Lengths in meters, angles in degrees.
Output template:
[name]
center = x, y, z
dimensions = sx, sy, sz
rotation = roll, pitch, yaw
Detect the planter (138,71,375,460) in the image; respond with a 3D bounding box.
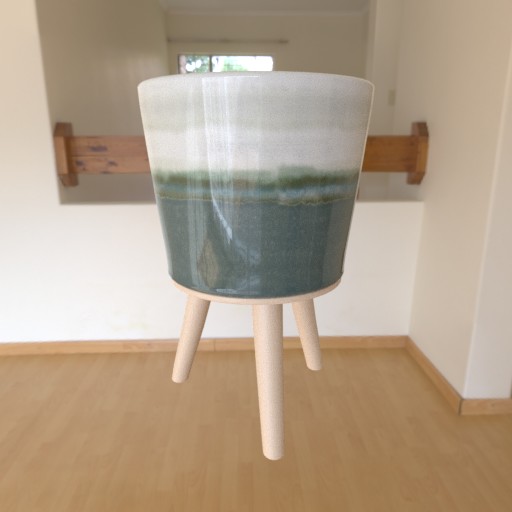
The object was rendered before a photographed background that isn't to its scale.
[planter]
center = 0.000, 0.000, 0.460
dimensions = 0.217, 0.331, 0.217
rotation = -8, 17, -26
